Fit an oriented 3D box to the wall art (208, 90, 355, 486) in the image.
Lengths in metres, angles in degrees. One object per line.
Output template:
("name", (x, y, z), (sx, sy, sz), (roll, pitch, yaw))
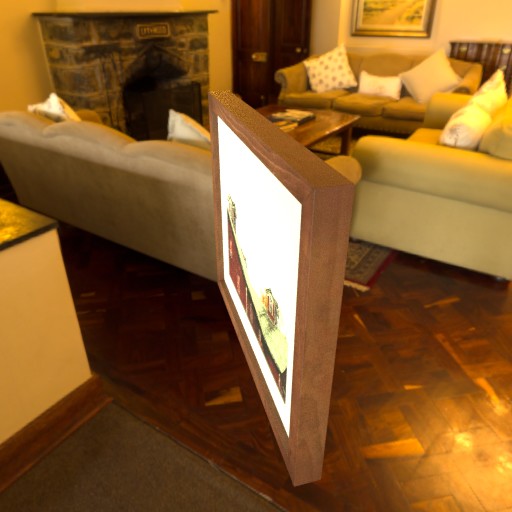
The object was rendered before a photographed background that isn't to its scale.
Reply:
("wall art", (0.000, 0.000, 0.551), (0.030, 0.328, 0.401), (-8, 30, -14))
